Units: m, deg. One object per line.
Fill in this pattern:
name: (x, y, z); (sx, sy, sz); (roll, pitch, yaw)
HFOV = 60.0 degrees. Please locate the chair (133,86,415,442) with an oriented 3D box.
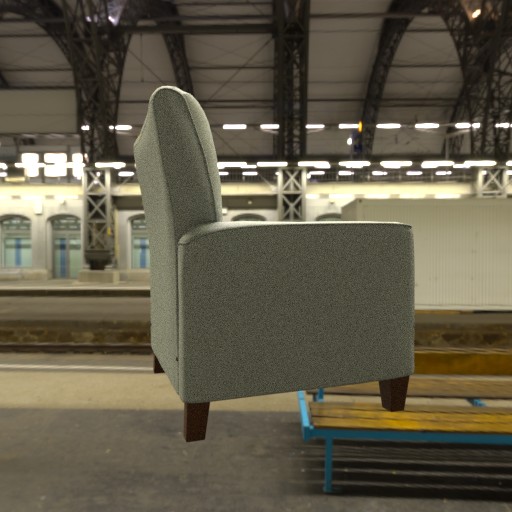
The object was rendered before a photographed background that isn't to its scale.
chair: (0.000, 0.000, 1.670); (0.846, 1.007, 0.853); (0, 1, -20)
